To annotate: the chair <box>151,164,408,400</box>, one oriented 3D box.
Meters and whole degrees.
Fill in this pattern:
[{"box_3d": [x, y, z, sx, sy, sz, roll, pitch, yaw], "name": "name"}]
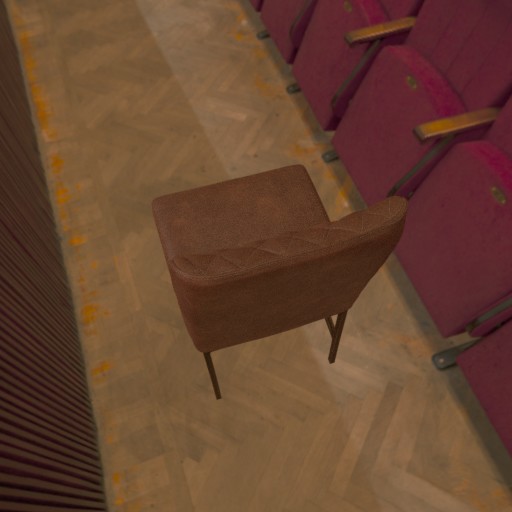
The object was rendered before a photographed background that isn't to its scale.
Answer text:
[{"box_3d": [0.000, 0.000, 1.267, 0.508, 0.889, 0.587, -15, 59, -9], "name": "chair"}]
